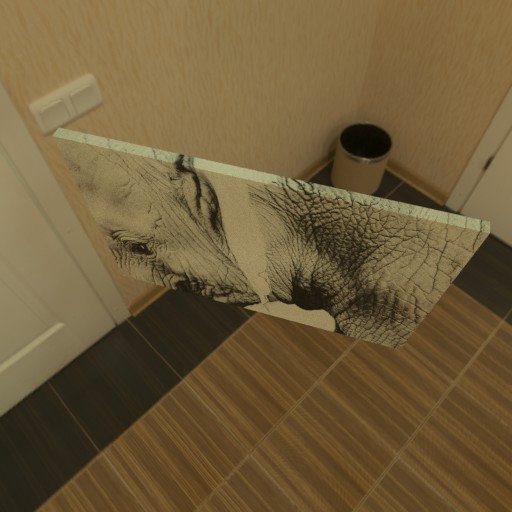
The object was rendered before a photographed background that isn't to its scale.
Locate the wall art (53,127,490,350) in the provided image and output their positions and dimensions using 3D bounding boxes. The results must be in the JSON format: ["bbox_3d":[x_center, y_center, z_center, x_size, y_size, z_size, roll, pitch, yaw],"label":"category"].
[{"bbox_3d":[0.000,0.000,1.442,1.141,0.758,0.035,14,59,9],"label":"wall art"}]
